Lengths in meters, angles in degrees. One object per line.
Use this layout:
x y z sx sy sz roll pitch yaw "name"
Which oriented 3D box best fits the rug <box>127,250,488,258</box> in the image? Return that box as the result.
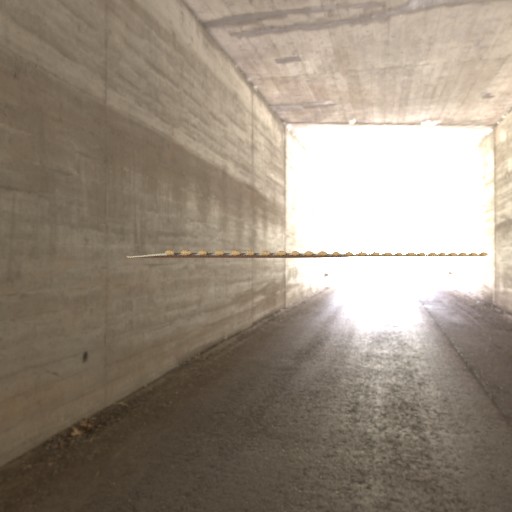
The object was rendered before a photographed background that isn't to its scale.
0.000 0.000 3.020 1.556 0.022 2.433 0 -1 -20 "rug"
